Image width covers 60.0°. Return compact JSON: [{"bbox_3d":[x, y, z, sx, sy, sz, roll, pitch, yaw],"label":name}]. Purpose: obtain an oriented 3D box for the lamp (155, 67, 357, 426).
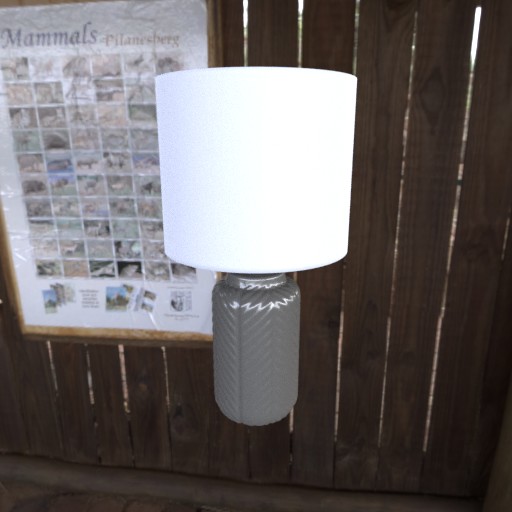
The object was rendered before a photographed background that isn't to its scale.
[{"bbox_3d":[0.000,0.000,0.506,0.203,0.389,0.203,-3,16,-11],"label":"lamp"}]
